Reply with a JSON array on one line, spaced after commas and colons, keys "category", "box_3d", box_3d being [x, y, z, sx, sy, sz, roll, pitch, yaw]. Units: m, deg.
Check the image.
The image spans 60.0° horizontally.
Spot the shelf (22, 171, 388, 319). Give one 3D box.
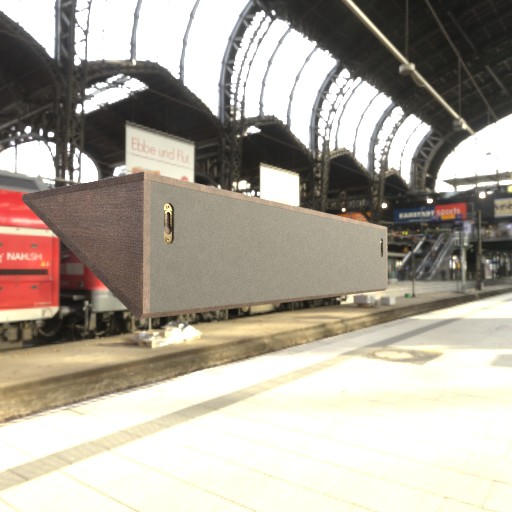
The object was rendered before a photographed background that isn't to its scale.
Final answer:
[{"category": "shelf", "box_3d": [0.000, 0.000, 0.677, 0.200, 0.125, 0.610, -1, -2, 35]}]
